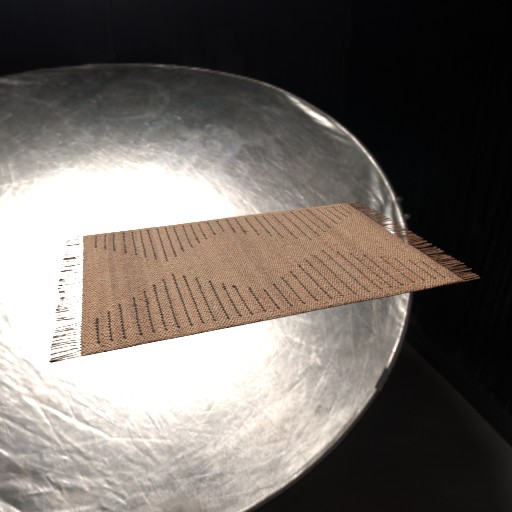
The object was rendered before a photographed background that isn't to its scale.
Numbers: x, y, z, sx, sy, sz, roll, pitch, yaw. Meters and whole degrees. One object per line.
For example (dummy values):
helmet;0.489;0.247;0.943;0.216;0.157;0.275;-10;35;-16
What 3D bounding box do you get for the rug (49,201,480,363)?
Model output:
rug;0.000;0.000;2.491;2.085;0.027;1.224;-9;28;-17
